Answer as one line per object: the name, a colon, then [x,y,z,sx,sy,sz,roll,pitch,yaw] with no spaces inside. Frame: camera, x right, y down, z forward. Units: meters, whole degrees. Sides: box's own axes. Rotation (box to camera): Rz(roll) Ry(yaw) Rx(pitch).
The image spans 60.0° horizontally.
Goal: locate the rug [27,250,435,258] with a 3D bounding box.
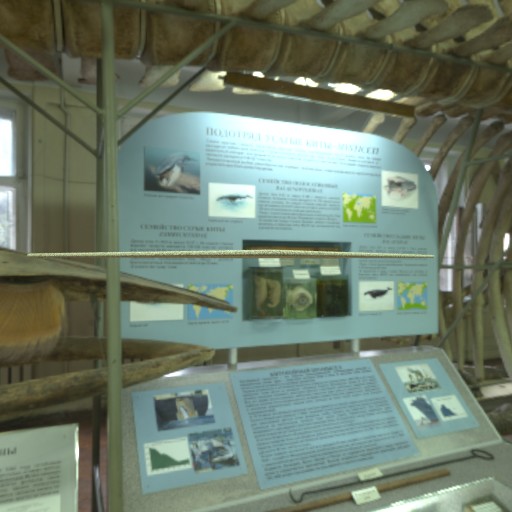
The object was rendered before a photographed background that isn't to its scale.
rug: [0.000,0.000,4.136,2.438,0.029,3.047,0,-1,36]
